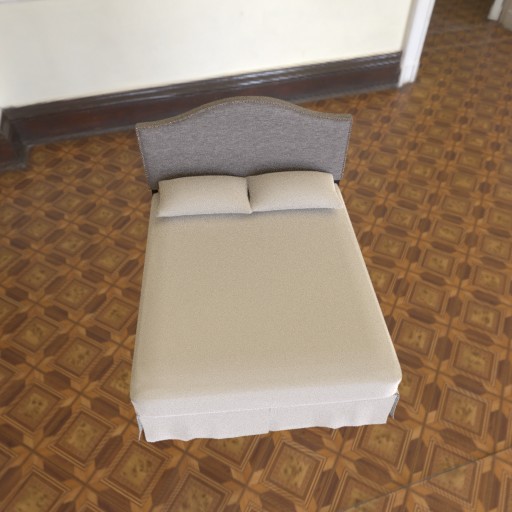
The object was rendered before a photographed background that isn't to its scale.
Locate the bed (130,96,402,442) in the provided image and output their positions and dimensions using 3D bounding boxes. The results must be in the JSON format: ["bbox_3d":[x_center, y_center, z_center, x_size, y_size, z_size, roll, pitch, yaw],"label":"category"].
[{"bbox_3d":[0.000,0.000,2.927,1.610,1.295,1.870,-4,47,-3],"label":"bed"}]
